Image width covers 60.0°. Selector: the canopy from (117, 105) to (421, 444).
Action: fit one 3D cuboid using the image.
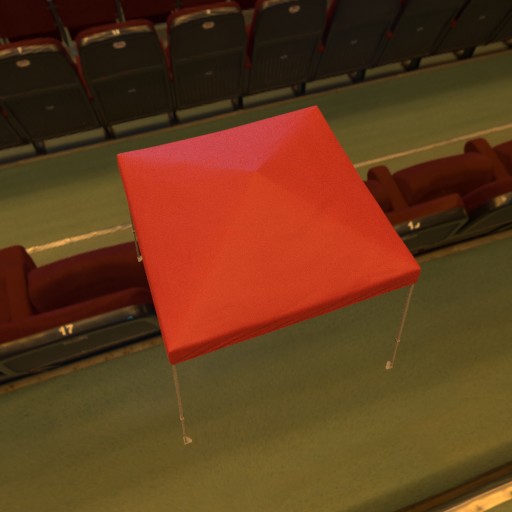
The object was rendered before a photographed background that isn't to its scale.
[{"bbox_3d":[0.000,0.000,6.508,3.600,3.600,3.599,-17,60,-10],"label":"canopy"}]
